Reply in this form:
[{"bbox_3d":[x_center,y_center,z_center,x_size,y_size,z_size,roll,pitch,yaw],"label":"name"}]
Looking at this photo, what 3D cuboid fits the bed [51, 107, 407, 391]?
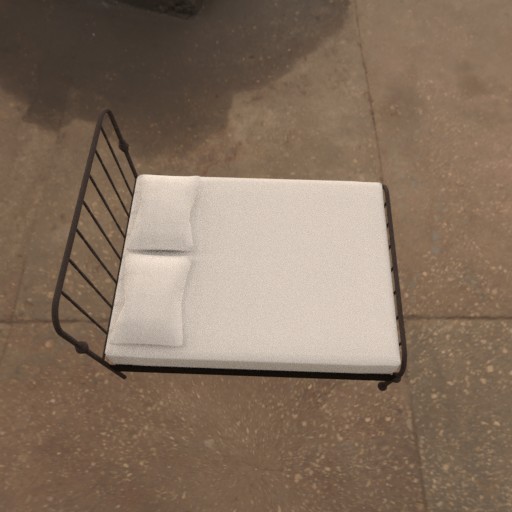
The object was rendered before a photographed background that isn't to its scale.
[{"bbox_3d":[0.000,0.000,3.223,2.134,1.446,1.616,2,64,1],"label":"bed"}]
